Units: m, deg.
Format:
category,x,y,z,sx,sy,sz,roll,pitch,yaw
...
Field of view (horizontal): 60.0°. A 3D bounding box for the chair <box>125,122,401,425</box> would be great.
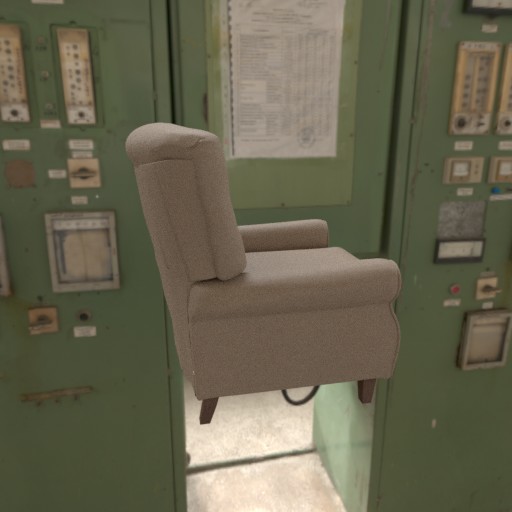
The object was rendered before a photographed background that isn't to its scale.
category,x,y,z,sx,sy,sz,roll,pitch,yaw
chair,0.000,0.000,1.977,1.041,1.138,0.999,-3,17,-11
